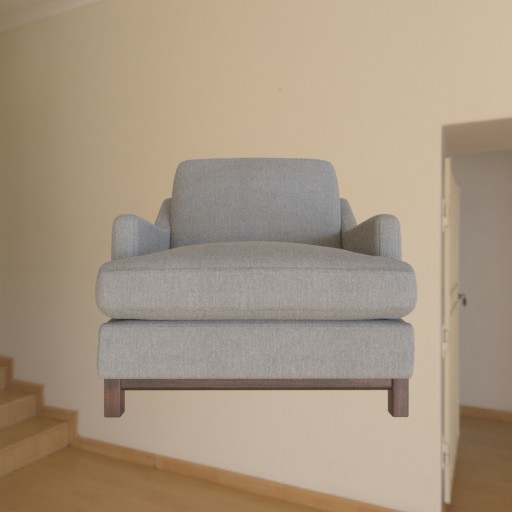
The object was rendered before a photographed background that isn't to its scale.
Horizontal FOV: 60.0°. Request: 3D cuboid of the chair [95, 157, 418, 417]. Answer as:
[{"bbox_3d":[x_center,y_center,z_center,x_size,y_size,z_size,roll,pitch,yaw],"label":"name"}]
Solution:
[{"bbox_3d":[0.000,0.000,1.531,0.826,0.821,0.892,0,0,0],"label":"chair"}]
